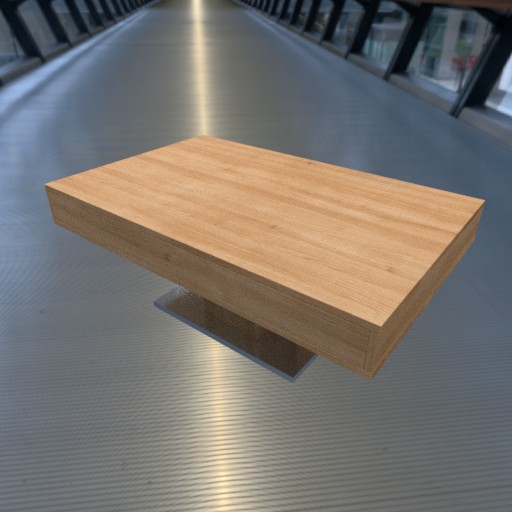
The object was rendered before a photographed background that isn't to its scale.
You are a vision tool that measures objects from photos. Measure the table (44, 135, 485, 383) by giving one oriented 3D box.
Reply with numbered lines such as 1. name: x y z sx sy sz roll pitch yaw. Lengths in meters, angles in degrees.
1. table: 0.000 0.000 1.418 1.100 0.440 0.700 22 37 32
